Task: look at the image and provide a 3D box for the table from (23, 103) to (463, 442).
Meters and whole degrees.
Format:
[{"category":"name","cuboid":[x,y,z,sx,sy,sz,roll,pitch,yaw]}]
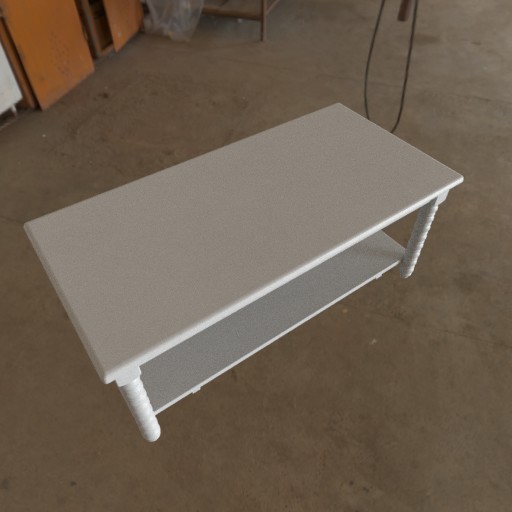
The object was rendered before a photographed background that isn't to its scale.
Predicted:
[{"category":"table","cuboid":[0.000,0.000,1.464,1.171,0.487,0.580,-27,53,-23]}]
